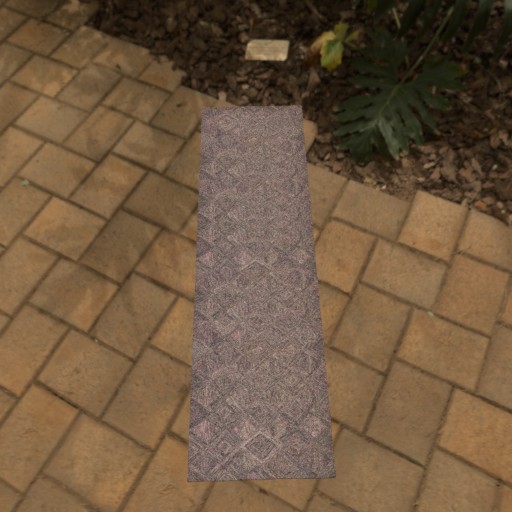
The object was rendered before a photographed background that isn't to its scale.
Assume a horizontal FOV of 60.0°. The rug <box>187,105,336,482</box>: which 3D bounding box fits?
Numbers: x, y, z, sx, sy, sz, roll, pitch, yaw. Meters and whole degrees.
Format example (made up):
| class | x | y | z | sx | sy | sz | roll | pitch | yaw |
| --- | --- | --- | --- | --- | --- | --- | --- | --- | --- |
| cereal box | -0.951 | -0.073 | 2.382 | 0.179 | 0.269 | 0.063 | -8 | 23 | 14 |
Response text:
| class | x | y | z | sx | sy | sz | roll | pitch | yaw |
| --- | --- | --- | --- | --- | --- | --- | --- | --- | --- |
| rug | 0.000 | 0.000 | 2.541 | 0.691 | 0.011 | 2.296 | -1 | 64 | -1 |
